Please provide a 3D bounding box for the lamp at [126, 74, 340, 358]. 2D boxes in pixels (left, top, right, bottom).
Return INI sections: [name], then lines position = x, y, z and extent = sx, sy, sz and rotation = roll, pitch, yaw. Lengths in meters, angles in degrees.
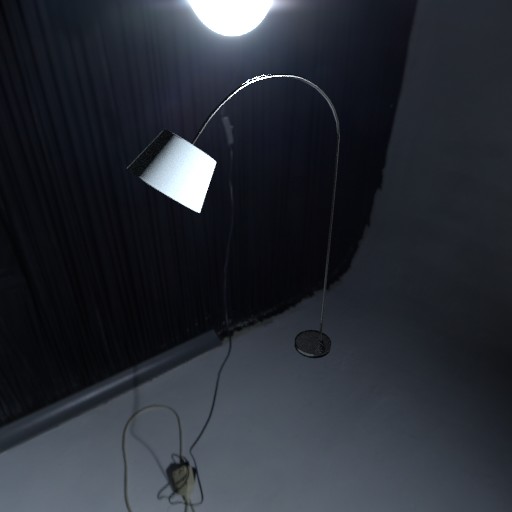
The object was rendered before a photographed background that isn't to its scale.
[lamp]
position = 0.000, 0.000, 2.759
extent = 1.445, 2.098, 0.406
rotation = -21, 37, -32
